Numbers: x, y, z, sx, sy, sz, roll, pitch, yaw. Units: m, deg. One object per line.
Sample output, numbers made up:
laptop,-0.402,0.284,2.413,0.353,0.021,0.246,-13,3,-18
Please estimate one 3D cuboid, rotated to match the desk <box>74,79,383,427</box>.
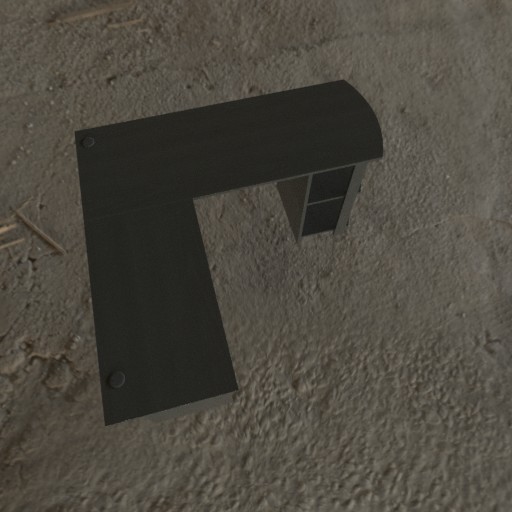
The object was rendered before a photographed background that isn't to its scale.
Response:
desk,0.000,0.000,2.122,1.361,0.716,1.303,-13,64,-7
